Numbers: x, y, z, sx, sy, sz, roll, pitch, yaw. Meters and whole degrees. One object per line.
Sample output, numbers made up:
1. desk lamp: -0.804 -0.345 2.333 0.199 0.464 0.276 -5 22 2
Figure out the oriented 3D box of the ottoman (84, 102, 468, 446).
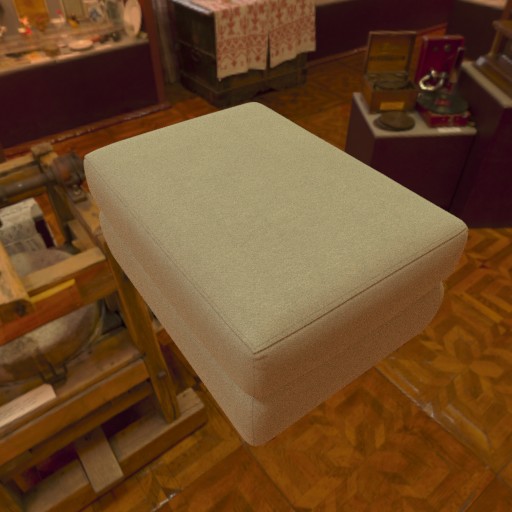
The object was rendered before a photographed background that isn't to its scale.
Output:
1. ottoman: 0.000 0.000 1.135 0.569 0.499 0.773 -26 48 -26
